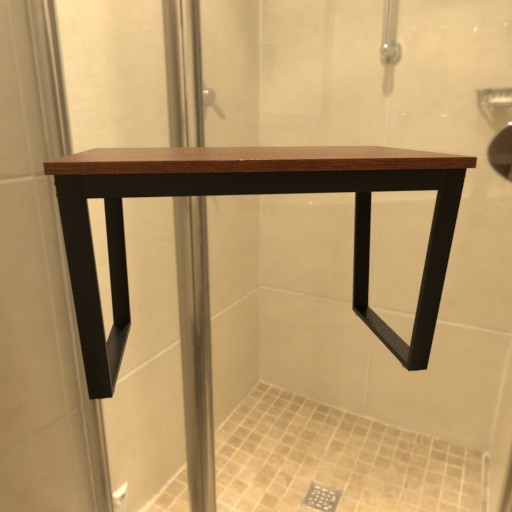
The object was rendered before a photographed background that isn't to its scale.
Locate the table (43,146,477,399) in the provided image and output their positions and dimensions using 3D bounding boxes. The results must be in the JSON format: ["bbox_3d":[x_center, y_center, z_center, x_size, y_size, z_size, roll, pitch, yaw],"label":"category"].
[{"bbox_3d":[0.000,0.000,1.657,1.205,0.760,0.714,-3,17,-9],"label":"table"}]
